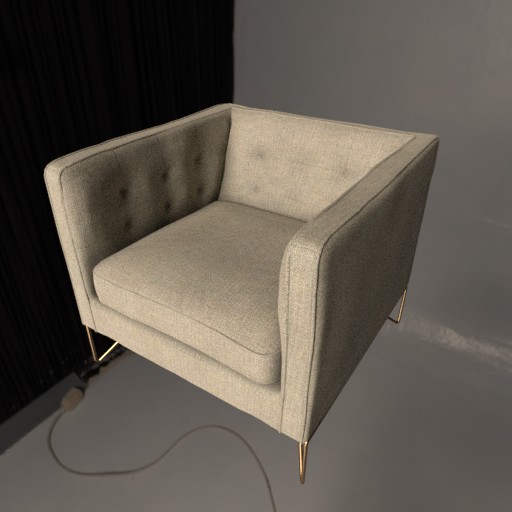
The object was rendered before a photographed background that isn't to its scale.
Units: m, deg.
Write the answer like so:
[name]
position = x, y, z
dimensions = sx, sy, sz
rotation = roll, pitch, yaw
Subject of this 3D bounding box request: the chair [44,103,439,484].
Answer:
[chair]
position = 0.000, 0.000, 1.572
dimensions = 0.920, 0.799, 0.912
rotation = 19, 36, 28
